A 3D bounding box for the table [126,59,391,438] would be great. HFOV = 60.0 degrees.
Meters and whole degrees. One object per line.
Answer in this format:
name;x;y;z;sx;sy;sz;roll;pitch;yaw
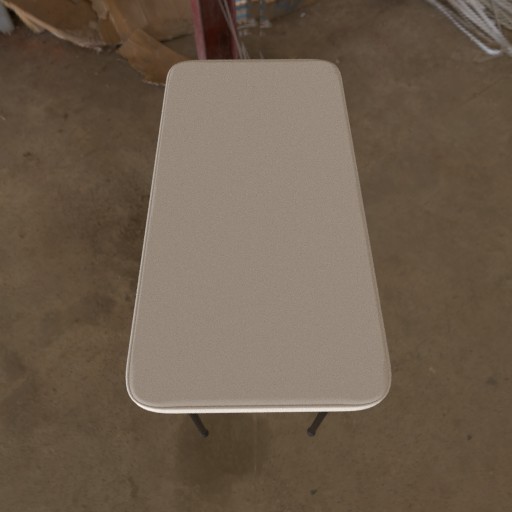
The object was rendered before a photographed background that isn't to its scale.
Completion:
table;0.000;0.000;1.596;0.610;0.729;1.219;-1;59;0
